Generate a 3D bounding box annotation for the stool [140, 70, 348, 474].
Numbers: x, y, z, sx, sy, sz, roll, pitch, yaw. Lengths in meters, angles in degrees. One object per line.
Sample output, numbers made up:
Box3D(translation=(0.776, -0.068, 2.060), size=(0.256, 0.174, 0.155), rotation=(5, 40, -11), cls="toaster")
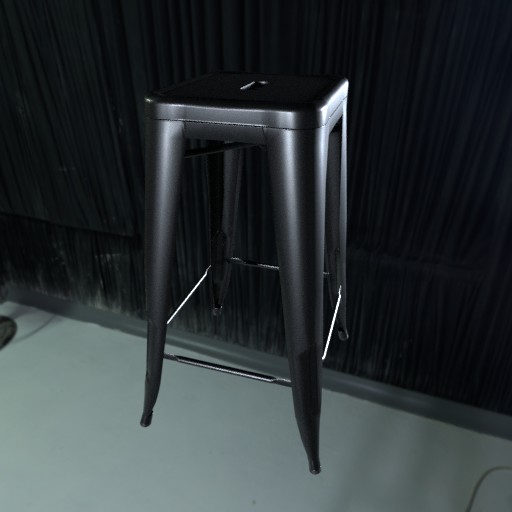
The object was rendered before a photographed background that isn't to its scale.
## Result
Box3D(translation=(0.000, 0.000, 0.831), size=(0.359, 0.609, 0.399), rotation=(9, 31, 15), cls="stool")
